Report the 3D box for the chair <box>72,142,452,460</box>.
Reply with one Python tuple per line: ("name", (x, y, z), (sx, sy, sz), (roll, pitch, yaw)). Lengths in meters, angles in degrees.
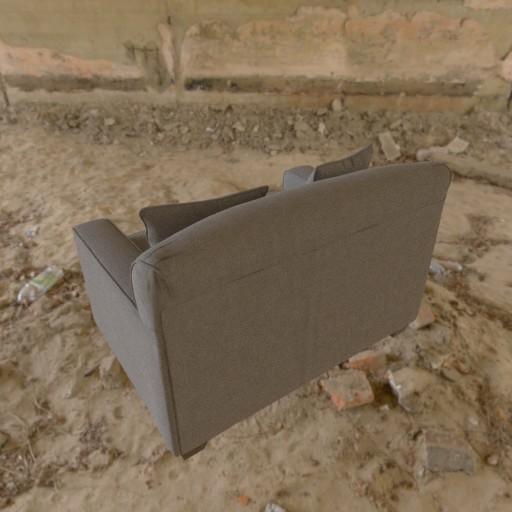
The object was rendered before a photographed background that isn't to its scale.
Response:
("chair", (0.000, 0.000, 2.064), (1.395, 0.953, 0.992), (-20, 37, -29))
